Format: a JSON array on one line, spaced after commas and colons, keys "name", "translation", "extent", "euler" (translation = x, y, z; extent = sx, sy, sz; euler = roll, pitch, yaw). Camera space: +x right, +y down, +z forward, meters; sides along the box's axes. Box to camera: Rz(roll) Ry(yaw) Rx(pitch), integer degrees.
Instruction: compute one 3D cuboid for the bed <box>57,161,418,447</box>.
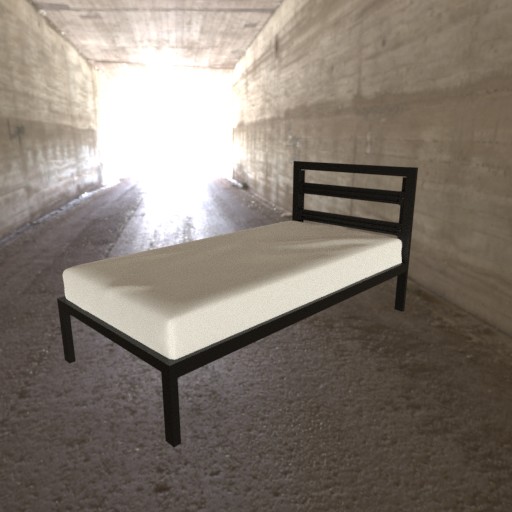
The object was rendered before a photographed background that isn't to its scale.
[{"name": "bed", "translation": [0.000, 0.000, 2.590], "extent": [0.991, 0.967, 1.930], "euler": [15, 21, 42]}]
